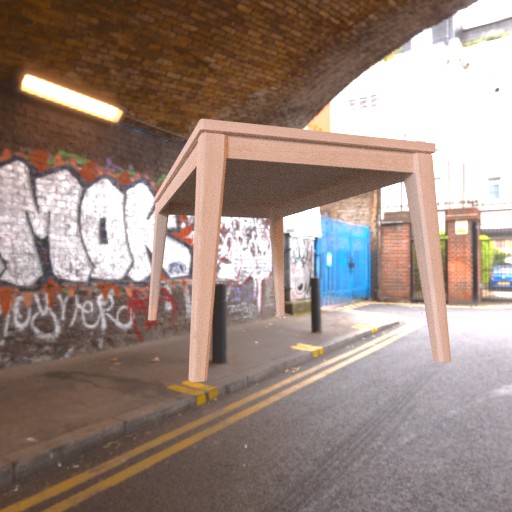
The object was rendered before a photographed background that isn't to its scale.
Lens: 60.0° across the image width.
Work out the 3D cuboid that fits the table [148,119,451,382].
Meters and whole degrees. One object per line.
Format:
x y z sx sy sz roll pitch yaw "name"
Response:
0.000 0.000 2.151 0.900 0.760 1.600 1 -2 -18 "table"
